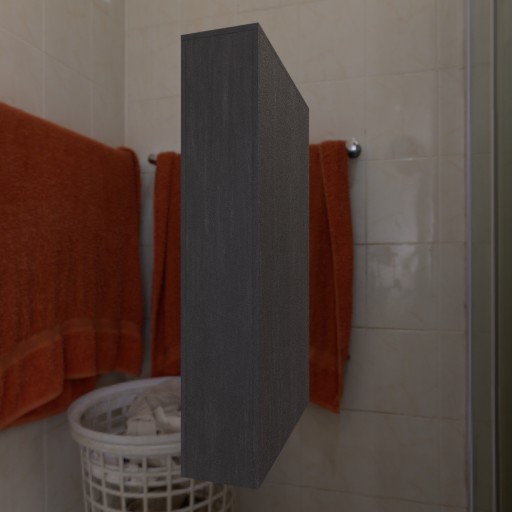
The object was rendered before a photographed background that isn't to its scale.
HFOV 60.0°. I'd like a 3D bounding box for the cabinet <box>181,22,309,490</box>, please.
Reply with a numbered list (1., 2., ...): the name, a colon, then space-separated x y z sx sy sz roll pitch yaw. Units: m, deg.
1. cabinet: 0.000 0.000 1.608 0.250 1.280 0.750 0 0 17
